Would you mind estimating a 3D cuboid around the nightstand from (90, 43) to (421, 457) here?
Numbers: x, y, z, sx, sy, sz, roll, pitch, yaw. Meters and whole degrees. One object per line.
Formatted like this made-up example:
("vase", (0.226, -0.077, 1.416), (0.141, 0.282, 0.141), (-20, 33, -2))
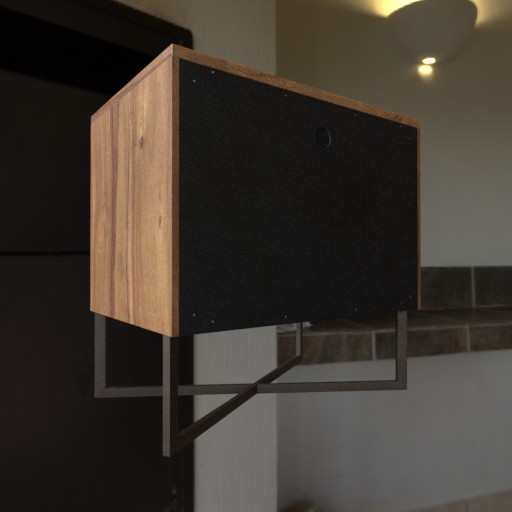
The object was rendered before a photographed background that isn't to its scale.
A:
("nightstand", (0.000, 0.000, 0.996), (0.613, 0.615, 0.427), (0, -1, -36))
